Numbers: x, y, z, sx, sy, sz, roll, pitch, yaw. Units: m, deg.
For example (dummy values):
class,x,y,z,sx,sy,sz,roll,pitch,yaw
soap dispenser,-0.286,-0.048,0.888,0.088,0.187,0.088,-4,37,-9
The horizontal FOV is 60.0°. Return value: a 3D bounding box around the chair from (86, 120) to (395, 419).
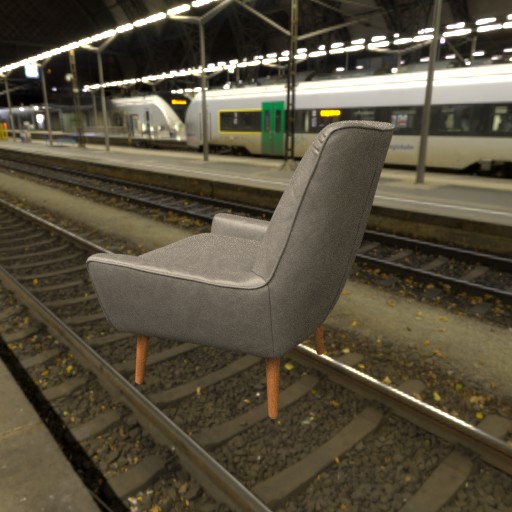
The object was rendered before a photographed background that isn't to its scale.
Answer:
class,x,y,z,sx,sy,sz,roll,pitch,yaw
chair,0.000,0.000,1.524,0.822,0.888,0.787,8,19,26
